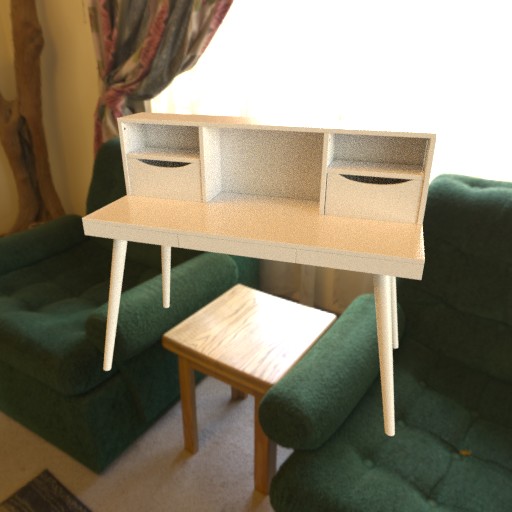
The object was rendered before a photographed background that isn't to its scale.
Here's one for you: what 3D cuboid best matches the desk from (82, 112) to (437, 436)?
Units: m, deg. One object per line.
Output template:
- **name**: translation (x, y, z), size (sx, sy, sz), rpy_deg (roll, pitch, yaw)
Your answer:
- **desk**: translation (0.000, 0.000, 1.757), size (1.199, 0.990, 0.559), rpy_deg (8, 26, 16)
